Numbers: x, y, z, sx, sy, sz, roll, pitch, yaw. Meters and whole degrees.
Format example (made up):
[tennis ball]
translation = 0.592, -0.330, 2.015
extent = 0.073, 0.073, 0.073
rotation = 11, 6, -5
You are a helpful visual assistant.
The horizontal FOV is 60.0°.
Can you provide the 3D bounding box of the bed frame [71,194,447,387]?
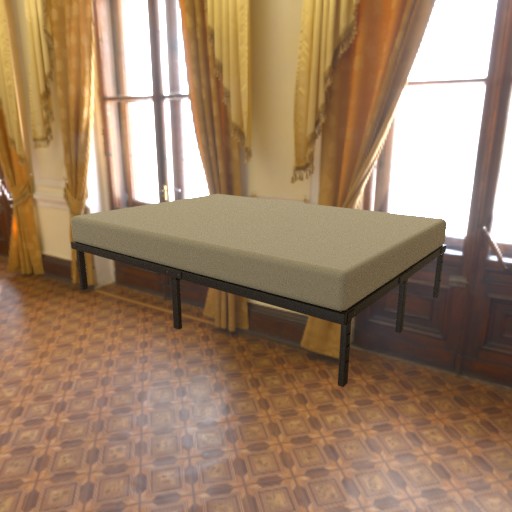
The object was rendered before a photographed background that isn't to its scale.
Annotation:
[bed frame]
translation = 0.000, 0.000, 3.845
extent = 2.842, 0.680, 2.205
rotation = 15, 22, 43
